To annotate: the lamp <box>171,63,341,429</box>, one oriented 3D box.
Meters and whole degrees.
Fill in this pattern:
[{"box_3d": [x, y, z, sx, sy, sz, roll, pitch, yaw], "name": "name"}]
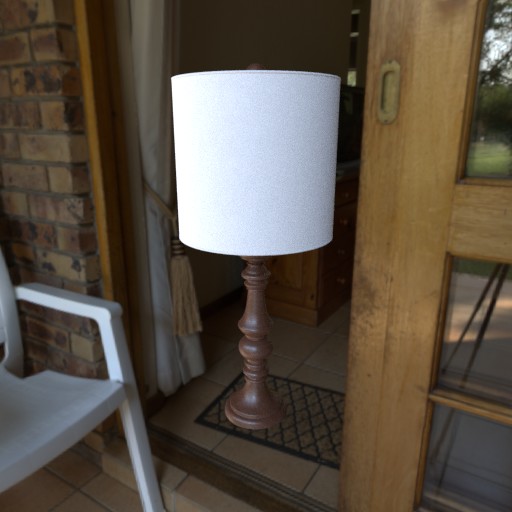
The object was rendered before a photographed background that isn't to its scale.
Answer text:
[{"box_3d": [0.000, 0.000, 0.744, 0.250, 0.597, 0.250, 8, 18, 25], "name": "lamp"}]
